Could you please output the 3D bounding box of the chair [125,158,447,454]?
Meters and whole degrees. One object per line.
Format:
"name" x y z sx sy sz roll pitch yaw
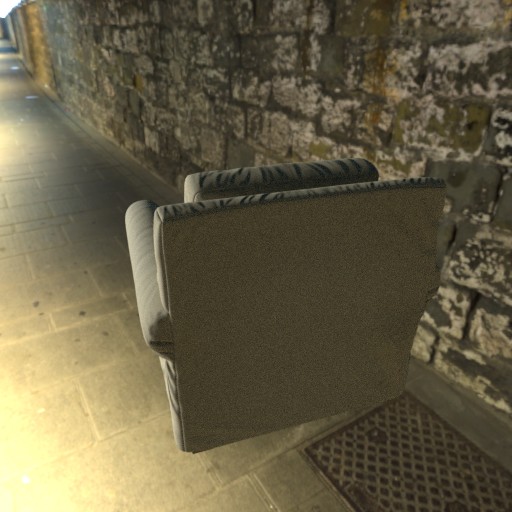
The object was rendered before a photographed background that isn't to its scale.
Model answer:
"chair" 0.000 0.000 1.729 0.940 0.866 1.066 -9 29 -16
